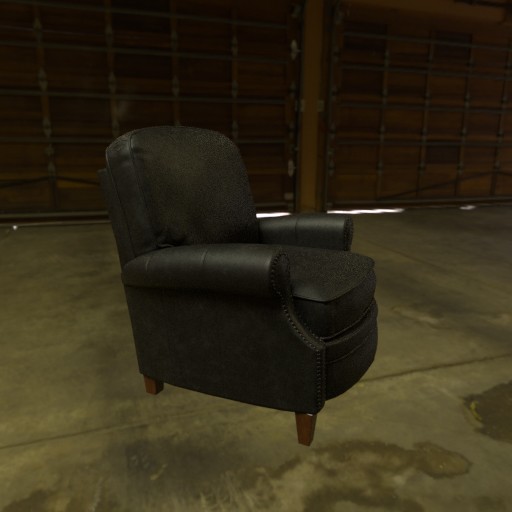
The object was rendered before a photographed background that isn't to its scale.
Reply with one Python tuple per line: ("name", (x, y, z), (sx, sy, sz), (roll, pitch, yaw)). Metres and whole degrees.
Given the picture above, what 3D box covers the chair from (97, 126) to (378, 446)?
("chair", (0.000, 0.000, 1.789), (0.986, 1.018, 0.936), (7, 15, 26))
